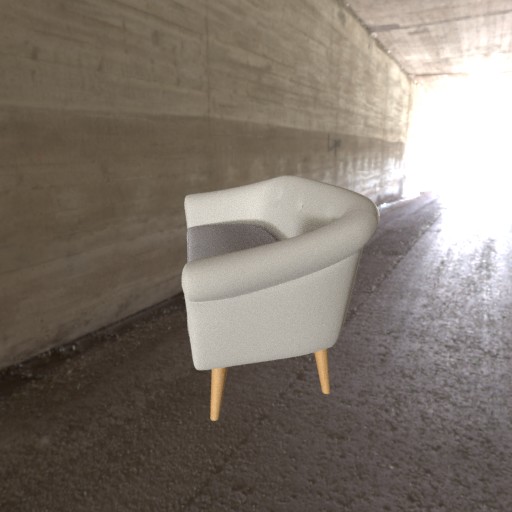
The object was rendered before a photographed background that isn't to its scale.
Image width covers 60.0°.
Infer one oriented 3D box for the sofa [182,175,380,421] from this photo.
[{"bbox_3d":[0.000,0.000,2.493,0.827,0.795,2.160,-2,14,-8],"label":"sofa"}]
